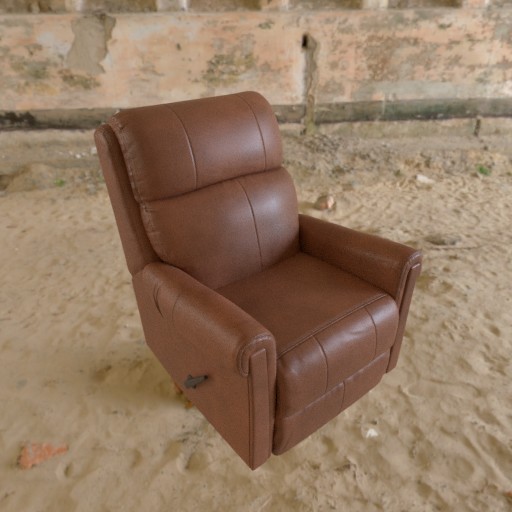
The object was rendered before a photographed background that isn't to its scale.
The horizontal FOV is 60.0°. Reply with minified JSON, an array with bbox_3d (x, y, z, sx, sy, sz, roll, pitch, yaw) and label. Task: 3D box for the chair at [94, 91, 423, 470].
[{"bbox_3d":[0.000,0.000,1.703,0.838,1.054,1.014,-22,37,-32],"label":"chair"}]
